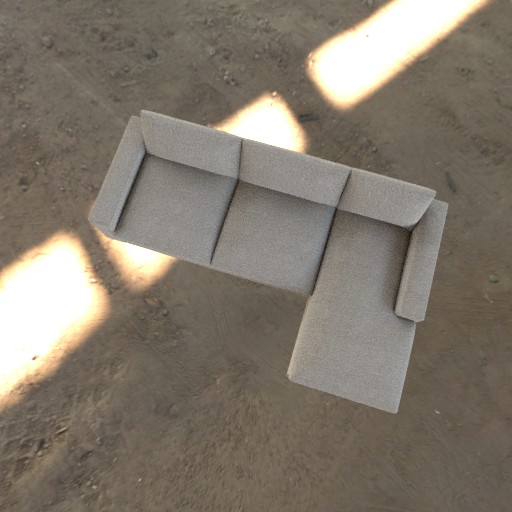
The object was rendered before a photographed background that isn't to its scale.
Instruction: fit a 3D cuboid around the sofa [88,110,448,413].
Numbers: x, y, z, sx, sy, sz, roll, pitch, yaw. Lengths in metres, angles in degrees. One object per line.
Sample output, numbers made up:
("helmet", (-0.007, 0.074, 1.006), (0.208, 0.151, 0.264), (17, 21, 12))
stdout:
("sofa", (0.000, 0.000, 3.541), (2.718, 0.813, 1.689), (16, 76, 4))
